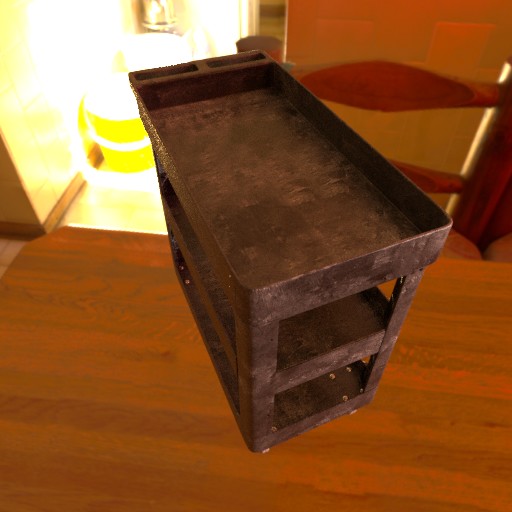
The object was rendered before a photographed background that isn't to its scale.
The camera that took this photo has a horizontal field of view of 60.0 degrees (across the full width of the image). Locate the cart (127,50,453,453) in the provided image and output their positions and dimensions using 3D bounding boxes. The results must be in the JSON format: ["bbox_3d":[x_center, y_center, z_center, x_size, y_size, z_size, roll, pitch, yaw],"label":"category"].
[{"bbox_3d":[0.000,0.000,1.310,0.420,0.824,0.877,-17,48,-16],"label":"cart"}]
